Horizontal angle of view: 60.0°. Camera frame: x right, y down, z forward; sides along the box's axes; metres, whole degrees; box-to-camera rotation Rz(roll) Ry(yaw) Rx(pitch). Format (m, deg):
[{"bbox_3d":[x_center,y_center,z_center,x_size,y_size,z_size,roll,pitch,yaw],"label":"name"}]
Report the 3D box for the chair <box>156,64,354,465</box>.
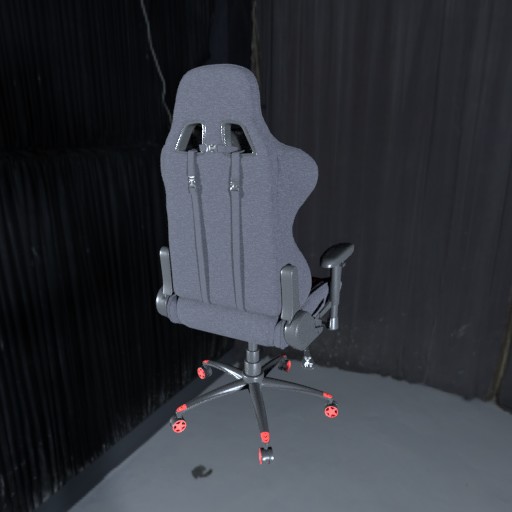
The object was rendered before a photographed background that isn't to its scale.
[{"bbox_3d":[0.000,0.000,1.727,0.695,1.326,0.658,8,18,26],"label":"chair"}]
